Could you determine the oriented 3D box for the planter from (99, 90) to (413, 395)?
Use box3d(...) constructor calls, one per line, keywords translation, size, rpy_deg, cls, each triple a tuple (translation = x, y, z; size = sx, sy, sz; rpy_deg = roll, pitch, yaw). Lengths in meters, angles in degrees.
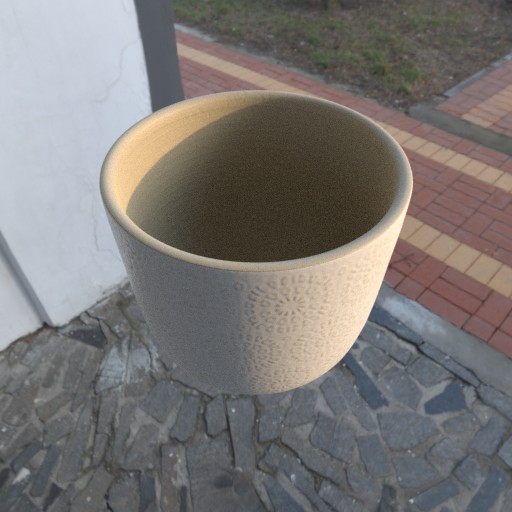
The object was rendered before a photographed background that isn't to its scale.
box3d(translation=(0.000, 0.000, 0.369), size=(0.208, 0.190, 0.208), rpy_deg=(0, 46, 0), cls="planter")
